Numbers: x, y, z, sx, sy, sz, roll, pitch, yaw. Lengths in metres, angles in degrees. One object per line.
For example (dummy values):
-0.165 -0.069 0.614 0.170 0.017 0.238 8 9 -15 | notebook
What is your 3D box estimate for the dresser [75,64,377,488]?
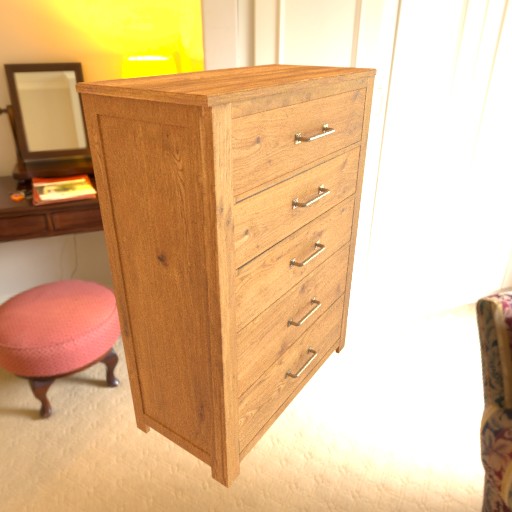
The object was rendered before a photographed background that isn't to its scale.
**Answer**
0.000 0.000 1.886 0.558 1.431 1.081 18 32 31 | dresser
